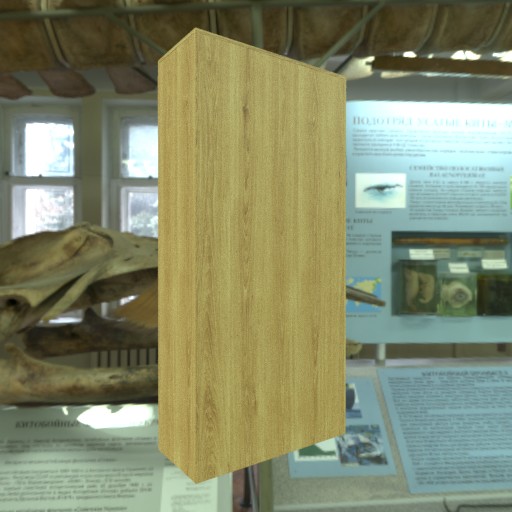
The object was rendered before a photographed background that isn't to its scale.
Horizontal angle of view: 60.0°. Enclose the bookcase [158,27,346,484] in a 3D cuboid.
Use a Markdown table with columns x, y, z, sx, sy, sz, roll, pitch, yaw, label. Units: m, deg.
| x | y | z | sx | sy | sz | roll | pitch | yaw | label |
| --- | --- | --- | --- | --- | --- | --- | --- | --- | --- |
| 0.000 | 0.000 | 2.405 | 0.950 | 2.020 | 0.420 | 0 | 1 | -35 | bookcase |
